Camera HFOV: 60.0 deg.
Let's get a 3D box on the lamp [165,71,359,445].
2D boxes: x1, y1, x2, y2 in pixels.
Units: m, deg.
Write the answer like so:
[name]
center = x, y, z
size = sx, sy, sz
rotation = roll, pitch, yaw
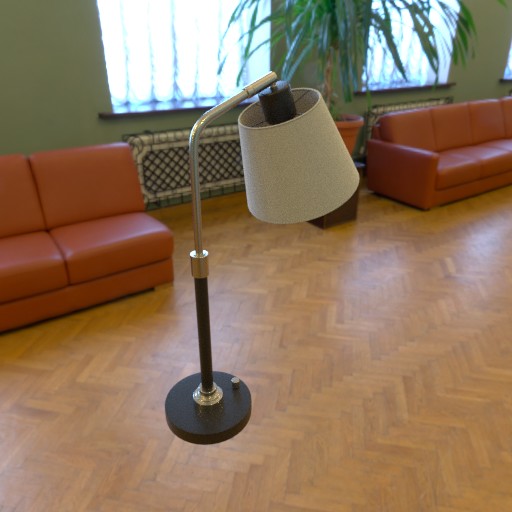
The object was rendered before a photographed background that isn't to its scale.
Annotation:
[lamp]
center = 0.000, 0.000, 0.702
size = 0.348, 0.539, 0.181
rotation = -17, 31, -31
